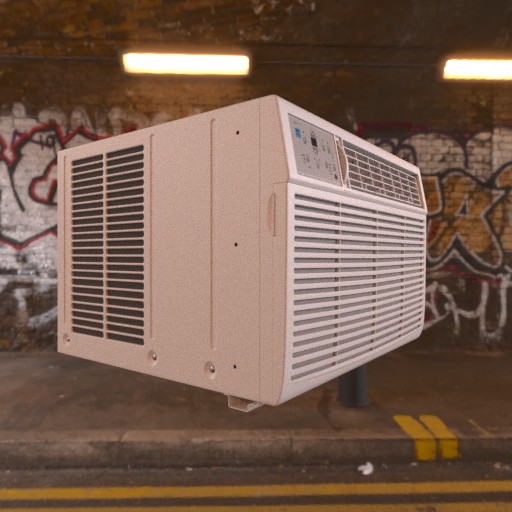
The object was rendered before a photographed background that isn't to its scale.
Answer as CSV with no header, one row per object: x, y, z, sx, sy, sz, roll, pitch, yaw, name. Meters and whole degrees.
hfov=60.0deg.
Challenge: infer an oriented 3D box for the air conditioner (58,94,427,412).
0.000,0.000,1.037,0.599,0.455,0.645,0,0,37,air conditioner
